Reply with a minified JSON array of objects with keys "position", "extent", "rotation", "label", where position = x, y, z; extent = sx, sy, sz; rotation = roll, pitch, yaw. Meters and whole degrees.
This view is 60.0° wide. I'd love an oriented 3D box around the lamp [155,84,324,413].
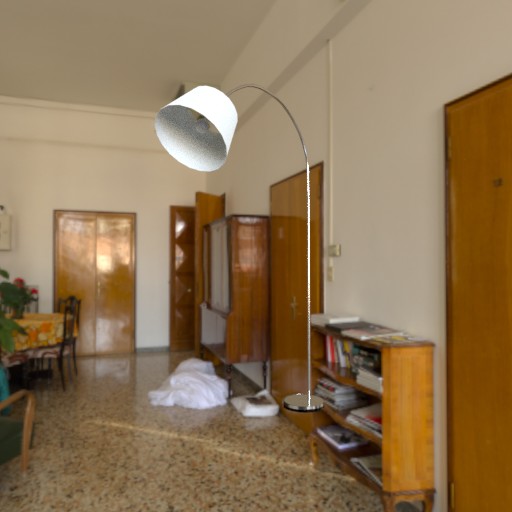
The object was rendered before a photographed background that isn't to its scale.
[{"position":[0.000,0.000,2.680],"extent":[0.406,2.098,1.445],"rotation":[-1,-1,35],"label":"lamp"}]
